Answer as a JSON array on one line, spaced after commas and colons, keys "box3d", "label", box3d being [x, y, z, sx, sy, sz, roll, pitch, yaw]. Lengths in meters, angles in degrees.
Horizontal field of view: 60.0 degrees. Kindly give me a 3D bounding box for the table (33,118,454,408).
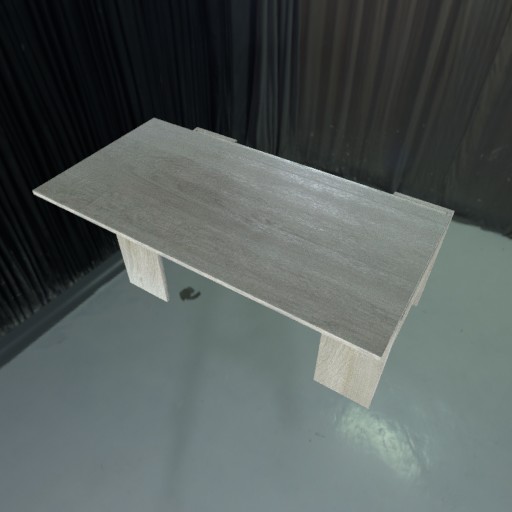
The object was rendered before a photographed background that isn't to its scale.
[{"box3d": [0.000, 0.000, 1.437, 1.000, 0.570, 0.711, 24, 49, 22], "label": "table"}]
